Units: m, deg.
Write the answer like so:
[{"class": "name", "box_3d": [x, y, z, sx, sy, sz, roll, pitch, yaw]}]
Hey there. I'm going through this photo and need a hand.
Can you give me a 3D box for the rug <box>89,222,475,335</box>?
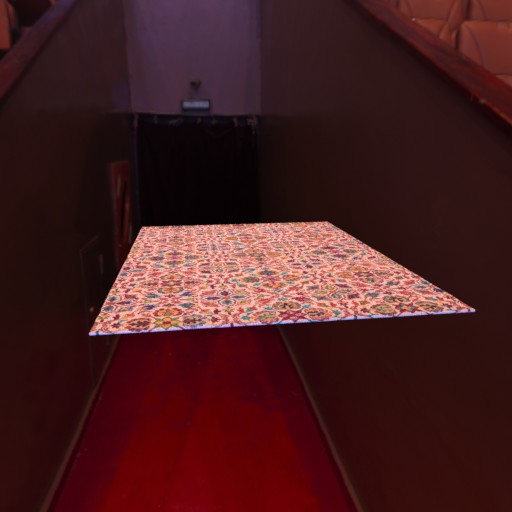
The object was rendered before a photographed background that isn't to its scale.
[{"class": "rug", "box_3d": [0.000, 0.000, 4.275, 2.446, 0.020, 3.215, -2, 15, -8]}]
